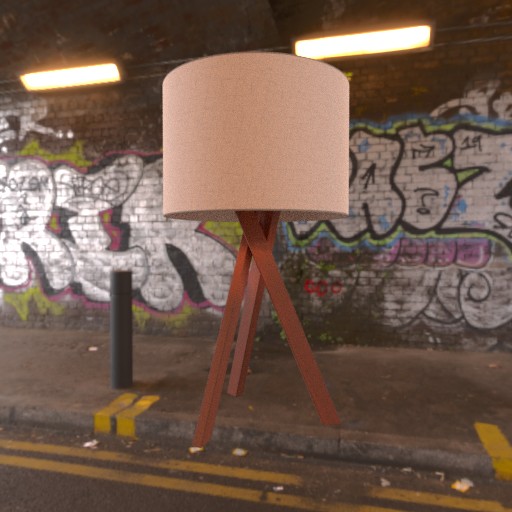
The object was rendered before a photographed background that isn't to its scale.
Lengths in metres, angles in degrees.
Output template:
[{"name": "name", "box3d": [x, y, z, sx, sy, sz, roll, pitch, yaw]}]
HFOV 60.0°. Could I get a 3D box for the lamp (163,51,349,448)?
[{"name": "lamp", "box3d": [0.000, 0.000, 0.931, 0.380, 0.686, 0.380, -1, 2, -36]}]
